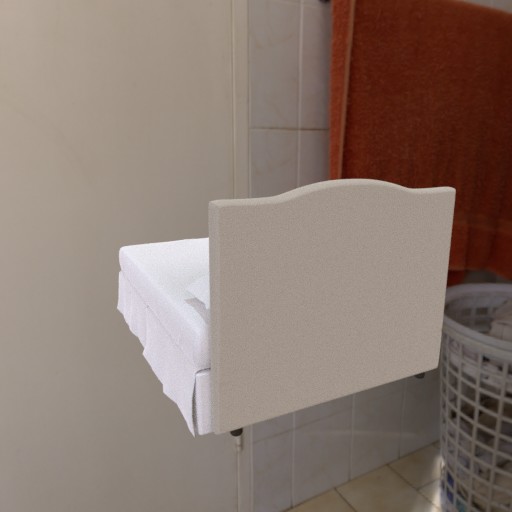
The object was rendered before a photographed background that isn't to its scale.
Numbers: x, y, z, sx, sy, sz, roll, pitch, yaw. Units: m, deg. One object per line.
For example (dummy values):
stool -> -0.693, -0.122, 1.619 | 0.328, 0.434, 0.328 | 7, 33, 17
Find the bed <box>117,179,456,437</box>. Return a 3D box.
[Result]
bed -> 0.000, 0.000, 3.738 | 1.977, 1.437, 2.477 | -7, 16, -26
